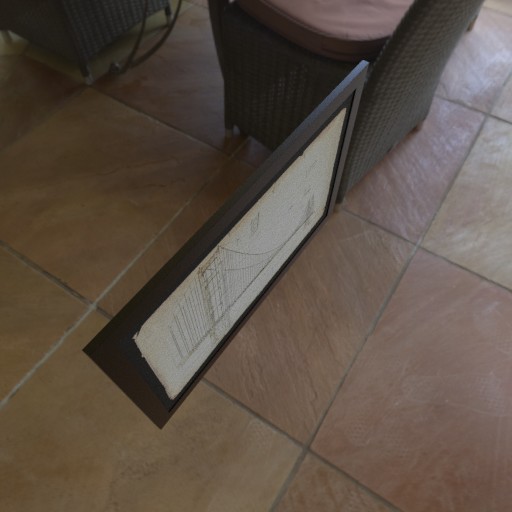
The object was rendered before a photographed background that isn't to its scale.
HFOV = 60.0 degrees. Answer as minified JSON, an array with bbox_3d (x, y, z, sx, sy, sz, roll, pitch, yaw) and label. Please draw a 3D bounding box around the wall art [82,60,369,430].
[{"bbox_3d":[0.000,0.000,0.835,0.013,0.447,0.660,32,64,18],"label":"wall art"}]
